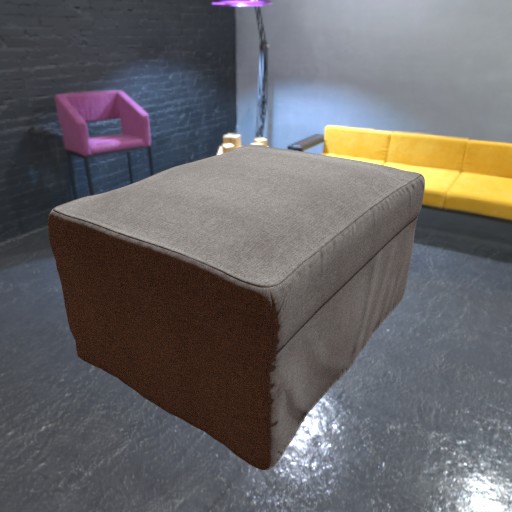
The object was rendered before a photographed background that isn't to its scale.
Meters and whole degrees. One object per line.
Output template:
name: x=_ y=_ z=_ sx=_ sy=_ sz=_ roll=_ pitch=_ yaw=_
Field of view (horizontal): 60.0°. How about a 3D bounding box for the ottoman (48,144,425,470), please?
ottoman: x=0.000 y=0.000 z=1.241 sx=0.652 sy=0.492 sz=0.833 roll=18 pitch=32 yaw=31
